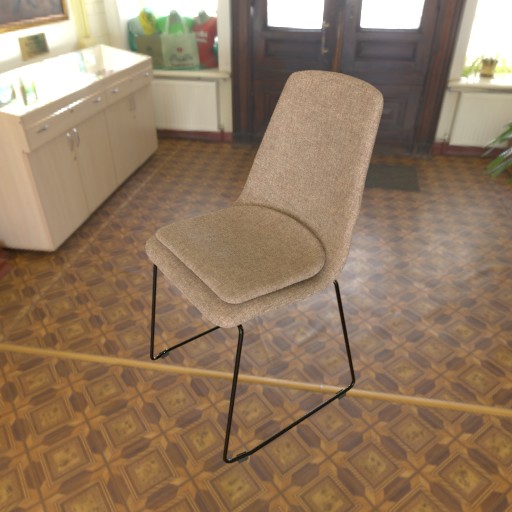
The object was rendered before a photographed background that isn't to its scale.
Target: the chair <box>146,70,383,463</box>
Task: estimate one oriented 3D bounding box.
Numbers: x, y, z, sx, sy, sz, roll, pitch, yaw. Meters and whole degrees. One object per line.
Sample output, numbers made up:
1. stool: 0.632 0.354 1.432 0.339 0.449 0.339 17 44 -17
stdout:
1. chair: 0.000 0.000 1.174 0.518 0.858 0.479 -21 38 -30
